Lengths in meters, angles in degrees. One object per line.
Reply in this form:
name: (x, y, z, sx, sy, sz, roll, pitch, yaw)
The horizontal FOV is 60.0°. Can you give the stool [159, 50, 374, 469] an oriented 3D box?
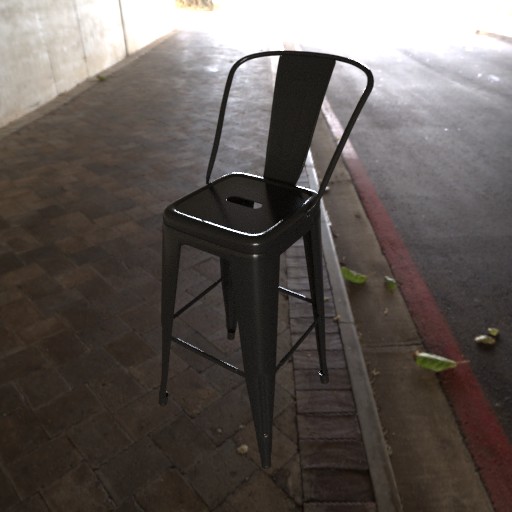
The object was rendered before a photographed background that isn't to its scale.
stool: (0.000, 0.000, 1.272, 0.432, 1.022, 0.528, 19, 37, 28)
